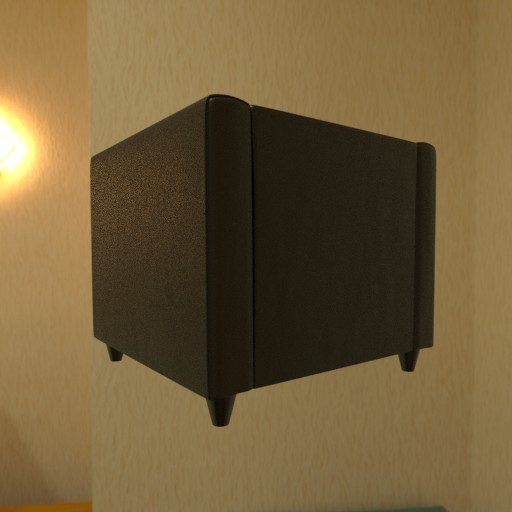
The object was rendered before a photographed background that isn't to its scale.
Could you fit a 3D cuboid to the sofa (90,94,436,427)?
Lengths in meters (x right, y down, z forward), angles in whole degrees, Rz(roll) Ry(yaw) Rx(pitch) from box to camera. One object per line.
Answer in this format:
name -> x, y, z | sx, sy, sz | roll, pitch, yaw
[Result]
sofa -> 0.000, 0.000, 1.462 | 0.839, 0.724, 0.809 | -1, 2, -37
